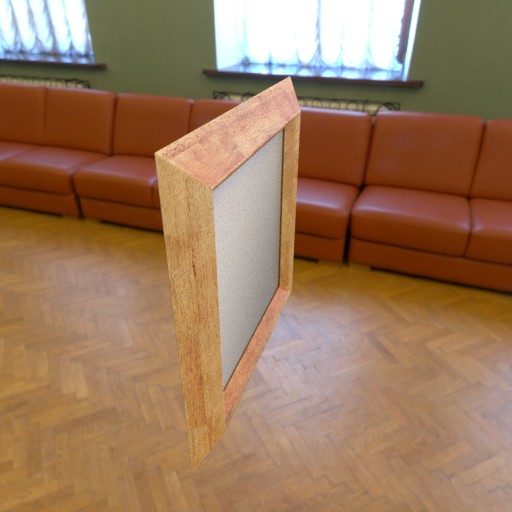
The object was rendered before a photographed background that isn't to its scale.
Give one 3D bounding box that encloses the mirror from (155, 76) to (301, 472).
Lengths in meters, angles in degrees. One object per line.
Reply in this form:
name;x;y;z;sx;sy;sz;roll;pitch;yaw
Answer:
mirror;0.000;0.000;0.979;0.047;0.651;0.651;10;32;16
